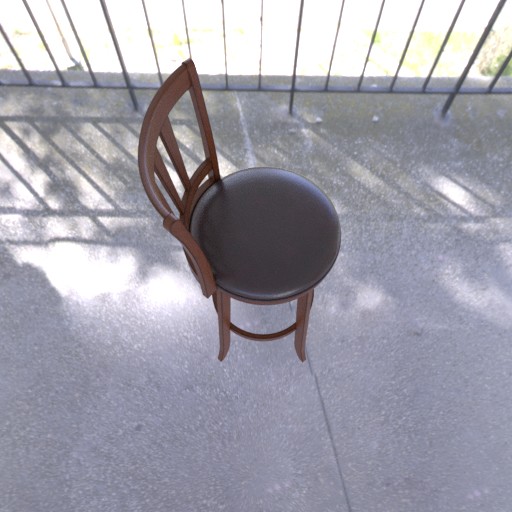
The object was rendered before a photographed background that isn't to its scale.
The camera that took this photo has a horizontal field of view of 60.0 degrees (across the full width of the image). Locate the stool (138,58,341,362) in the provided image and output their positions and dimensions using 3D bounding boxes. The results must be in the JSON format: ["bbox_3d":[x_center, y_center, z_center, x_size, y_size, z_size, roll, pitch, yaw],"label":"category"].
[{"bbox_3d":[0.000,0.000,1.463,0.503,1.177,0.464,0,64,0],"label":"stool"}]
